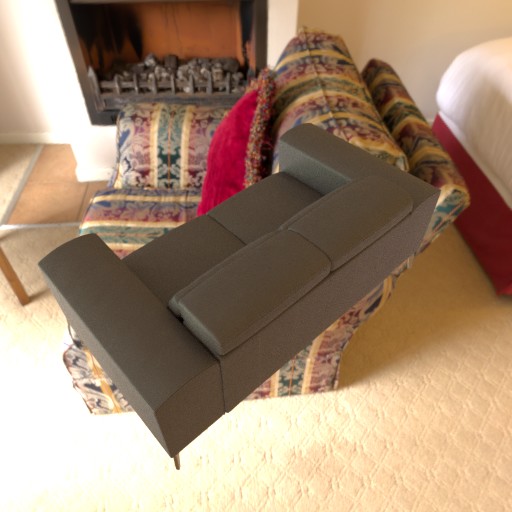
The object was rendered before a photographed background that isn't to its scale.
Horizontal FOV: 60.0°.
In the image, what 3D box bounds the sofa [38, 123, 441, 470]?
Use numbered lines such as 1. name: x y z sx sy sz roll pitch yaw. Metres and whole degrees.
1. sofa: 0.000 0.000 2.406 1.895 0.779 1.003 -34 55 -28
